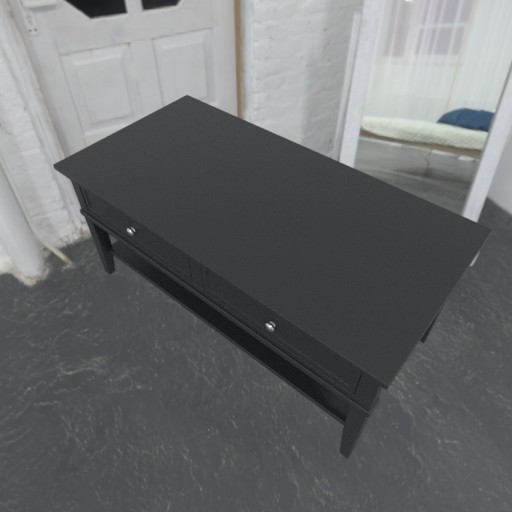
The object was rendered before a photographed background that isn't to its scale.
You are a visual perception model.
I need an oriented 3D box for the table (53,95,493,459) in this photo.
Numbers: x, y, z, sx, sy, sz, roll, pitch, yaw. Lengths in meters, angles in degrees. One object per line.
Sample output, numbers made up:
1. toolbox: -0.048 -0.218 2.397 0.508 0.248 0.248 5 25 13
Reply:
1. table: 0.000 0.000 1.323 1.044 0.470 0.523 31 54 26
